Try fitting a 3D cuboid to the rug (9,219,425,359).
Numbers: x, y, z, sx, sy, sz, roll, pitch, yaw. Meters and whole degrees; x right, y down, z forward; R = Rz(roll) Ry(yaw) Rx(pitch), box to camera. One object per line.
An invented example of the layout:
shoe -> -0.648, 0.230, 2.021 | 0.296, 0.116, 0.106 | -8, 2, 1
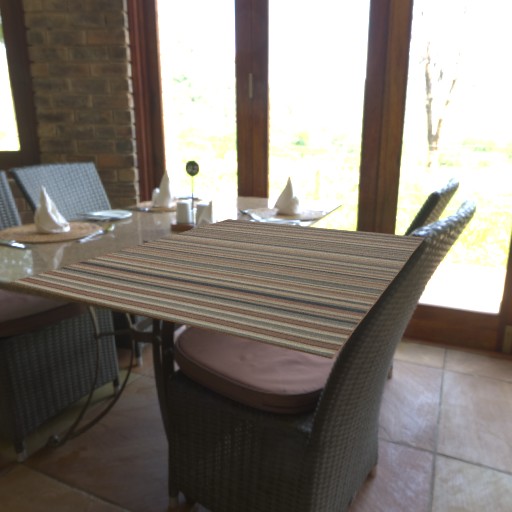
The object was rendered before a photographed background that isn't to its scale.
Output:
rug -> 0.000, 0.000, 3.938 | 2.436, 0.011, 3.045 | 8, 16, 27
